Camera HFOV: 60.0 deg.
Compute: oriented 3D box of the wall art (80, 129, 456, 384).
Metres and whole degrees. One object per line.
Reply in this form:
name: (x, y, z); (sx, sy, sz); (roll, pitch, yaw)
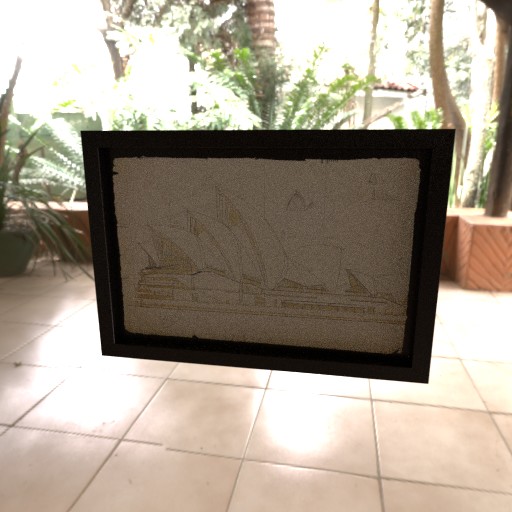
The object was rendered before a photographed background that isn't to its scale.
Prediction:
wall art: (0.000, 0.000, 0.836); (0.657, 0.458, 0.027); (2, 15, 10)
